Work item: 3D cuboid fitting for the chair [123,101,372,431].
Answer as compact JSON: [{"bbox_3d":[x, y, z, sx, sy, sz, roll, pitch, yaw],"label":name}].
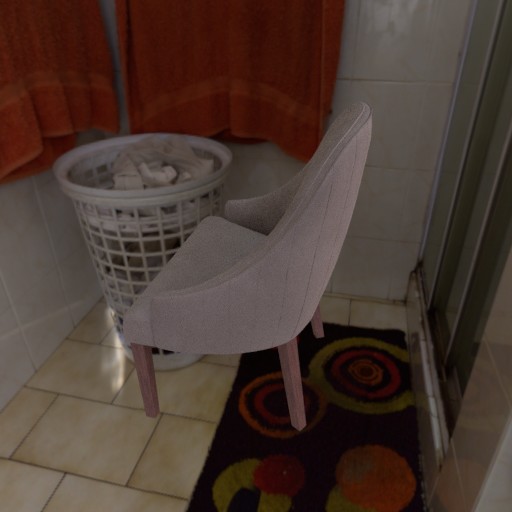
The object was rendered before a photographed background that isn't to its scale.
[{"bbox_3d":[0.000,0.000,1.328,0.575,0.889,0.643,8,32,13],"label":"chair"}]
